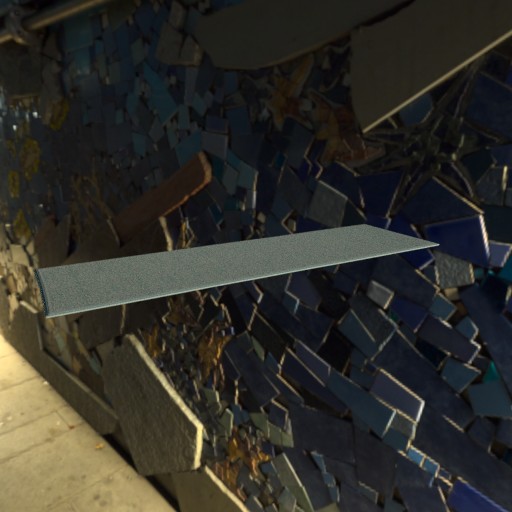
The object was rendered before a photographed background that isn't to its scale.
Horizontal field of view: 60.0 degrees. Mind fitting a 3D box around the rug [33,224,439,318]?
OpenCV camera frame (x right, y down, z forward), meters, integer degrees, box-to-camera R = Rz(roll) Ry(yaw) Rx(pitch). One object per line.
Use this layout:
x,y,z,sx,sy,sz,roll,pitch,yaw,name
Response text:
0.000,0.000,2.465,2.196,0.011,0.662,-9,19,-28,rug
